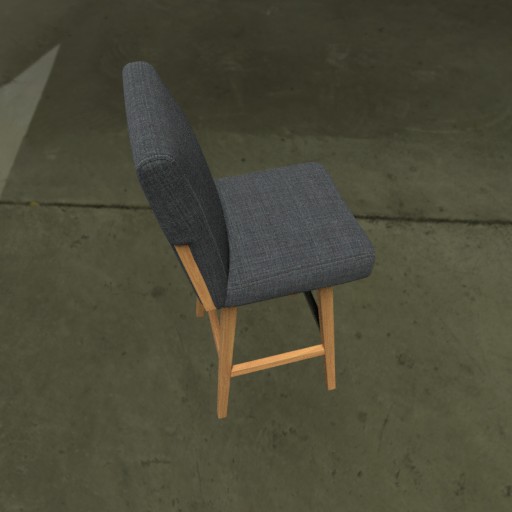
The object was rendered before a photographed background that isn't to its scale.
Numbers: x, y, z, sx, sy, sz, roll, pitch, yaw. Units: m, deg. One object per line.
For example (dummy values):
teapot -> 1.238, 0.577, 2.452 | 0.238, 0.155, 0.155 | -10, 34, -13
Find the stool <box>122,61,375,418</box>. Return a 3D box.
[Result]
stool -> 0.000, 0.000, 1.372 | 0.570, 1.112, 0.483 | -11, 49, -10
